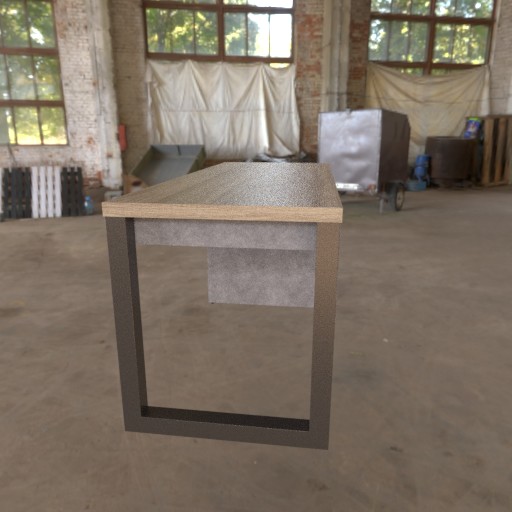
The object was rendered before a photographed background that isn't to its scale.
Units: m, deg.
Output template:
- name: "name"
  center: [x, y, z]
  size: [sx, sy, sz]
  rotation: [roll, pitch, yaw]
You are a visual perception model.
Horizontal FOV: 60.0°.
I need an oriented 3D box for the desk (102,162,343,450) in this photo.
- name: "desk"
  center: [0.000, 0.000, 2.109]
  size: [0.690, 0.760, 1.700]
  rotation: [2, 16, 8]
